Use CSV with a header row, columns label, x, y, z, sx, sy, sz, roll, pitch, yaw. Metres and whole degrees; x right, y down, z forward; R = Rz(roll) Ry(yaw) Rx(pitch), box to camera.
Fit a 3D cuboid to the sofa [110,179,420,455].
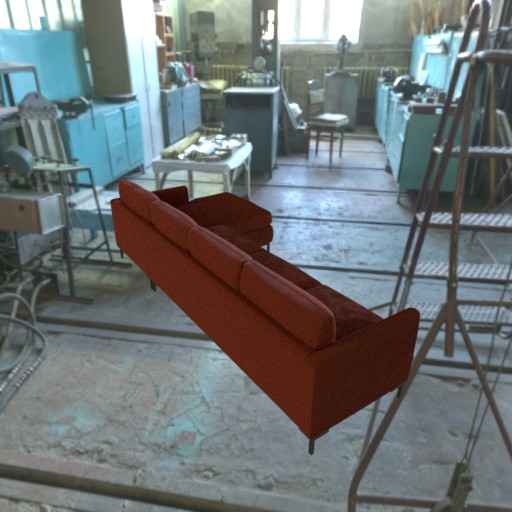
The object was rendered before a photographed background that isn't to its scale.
label,x,y,z,sx,sy,sz,roll,pitch,yaw
sofa,0.000,0.000,3.527,1.350,0.810,2.932,-17,31,-31
